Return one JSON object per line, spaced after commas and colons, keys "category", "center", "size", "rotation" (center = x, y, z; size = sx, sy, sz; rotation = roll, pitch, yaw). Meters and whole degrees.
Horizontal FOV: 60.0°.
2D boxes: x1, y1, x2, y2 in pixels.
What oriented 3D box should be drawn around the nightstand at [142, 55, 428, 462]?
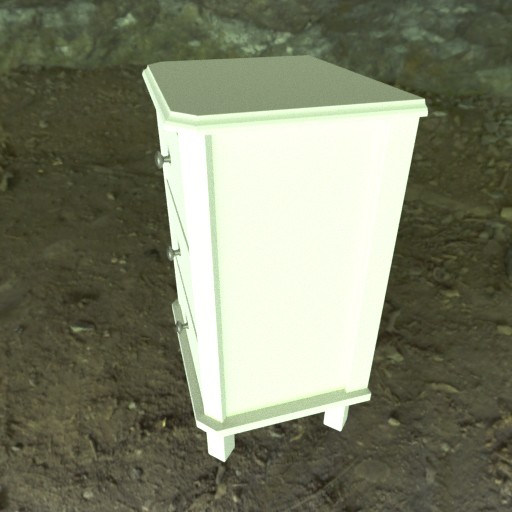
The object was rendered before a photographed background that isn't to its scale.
{"category": "nightstand", "center": [0.000, 0.000, 0.898], "size": [0.351, 0.681, 0.435], "rotation": [-9, 33, -14]}
